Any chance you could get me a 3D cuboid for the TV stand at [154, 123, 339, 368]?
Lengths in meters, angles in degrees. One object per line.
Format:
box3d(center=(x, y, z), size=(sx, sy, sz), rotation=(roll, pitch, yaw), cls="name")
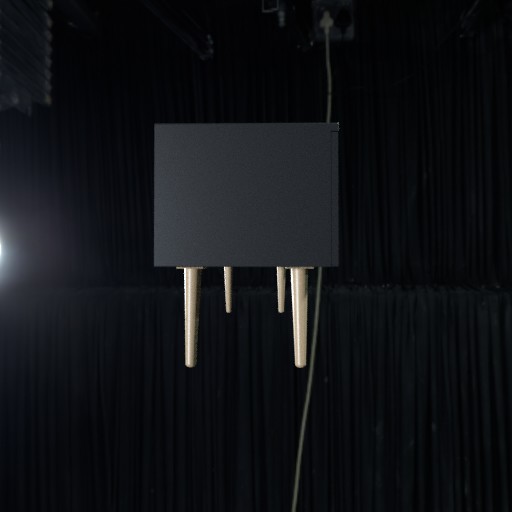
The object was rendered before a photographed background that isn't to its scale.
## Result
box3d(center=(0.000, 0.000, 1.549), size=(0.390, 0.518, 1.312), rotation=(0, -1, 1), cls="TV stand")
